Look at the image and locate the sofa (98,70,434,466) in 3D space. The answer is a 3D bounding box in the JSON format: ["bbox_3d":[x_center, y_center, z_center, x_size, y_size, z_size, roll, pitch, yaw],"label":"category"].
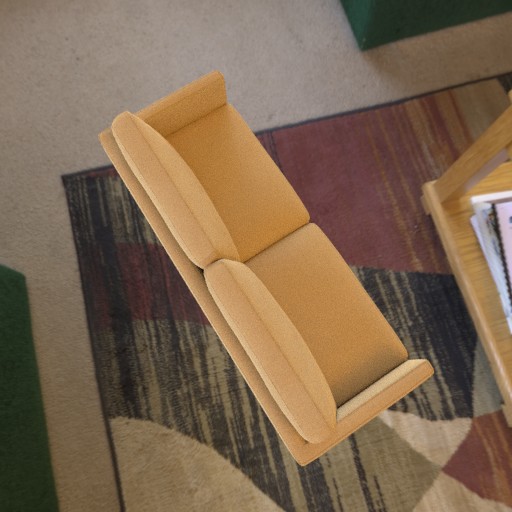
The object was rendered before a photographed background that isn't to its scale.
[{"bbox_3d":[0.000,0.000,2.919,0.951,0.968,2.361,-32,78,-8],"label":"sofa"}]
